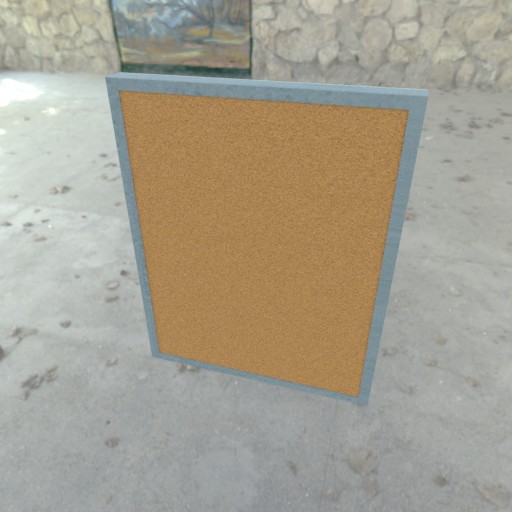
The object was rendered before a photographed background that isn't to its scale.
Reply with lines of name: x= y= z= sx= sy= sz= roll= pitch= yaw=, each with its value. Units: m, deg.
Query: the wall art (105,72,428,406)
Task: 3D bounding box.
wall art: x=0.000 y=0.000 z=0.688 sx=0.409 sy=0.509 sz=0.037 roll=9 pitch=33 yaw=14
